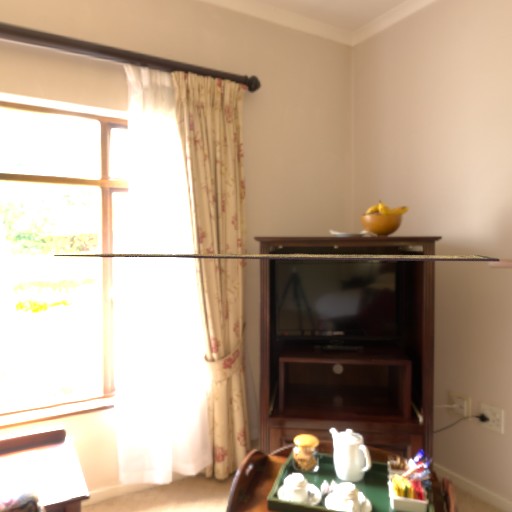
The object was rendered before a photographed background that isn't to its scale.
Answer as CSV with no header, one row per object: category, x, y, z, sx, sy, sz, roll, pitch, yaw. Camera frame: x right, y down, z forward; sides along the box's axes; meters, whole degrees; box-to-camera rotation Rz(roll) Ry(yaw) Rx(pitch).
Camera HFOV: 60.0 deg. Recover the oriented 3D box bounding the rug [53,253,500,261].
rug,0.000,0.000,2.428,2.283,0.016,0.602,0,1,21
